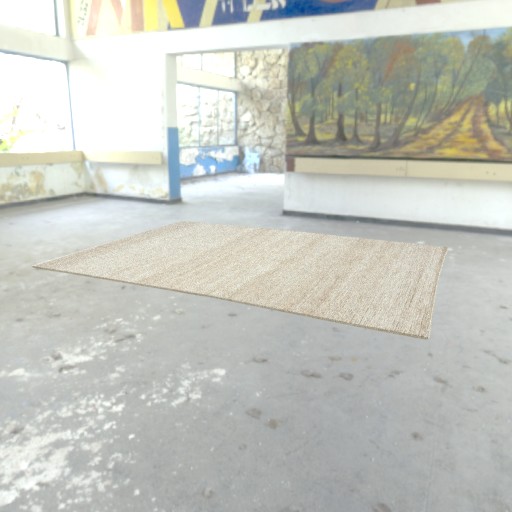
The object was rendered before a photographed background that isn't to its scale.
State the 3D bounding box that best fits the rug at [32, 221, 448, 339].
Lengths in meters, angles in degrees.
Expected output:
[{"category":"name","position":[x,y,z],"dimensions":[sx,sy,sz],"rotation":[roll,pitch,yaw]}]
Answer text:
[{"category":"rug","position":[0.000,0.000,2.919],"dimensions":[2.283,0.030,1.596],"rotation":[7,17,25]}]
